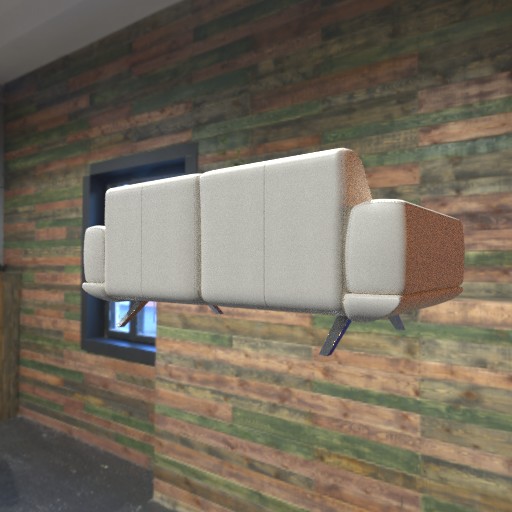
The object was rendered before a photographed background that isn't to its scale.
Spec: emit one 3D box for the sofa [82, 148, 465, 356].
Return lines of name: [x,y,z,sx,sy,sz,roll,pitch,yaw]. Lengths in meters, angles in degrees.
sofa: [0.000,0.000,2.372,1.901,0.772,0.900,-1,-2,37]
